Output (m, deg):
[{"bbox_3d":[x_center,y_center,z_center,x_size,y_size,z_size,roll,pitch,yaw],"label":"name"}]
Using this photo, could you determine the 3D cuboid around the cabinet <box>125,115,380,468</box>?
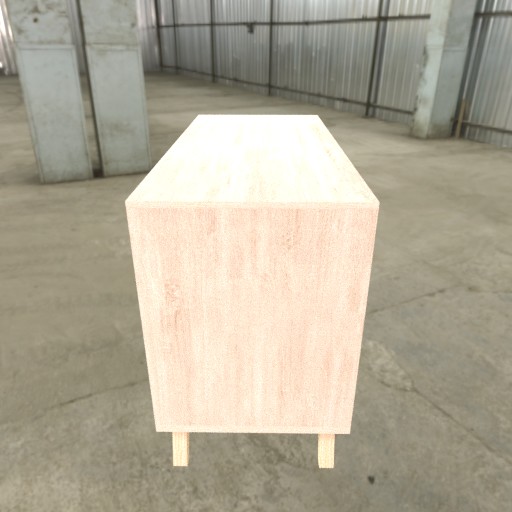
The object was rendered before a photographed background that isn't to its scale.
[{"bbox_3d":[0.000,0.000,1.540,0.500,0.780,1.110,0,26,1],"label":"cabinet"}]
